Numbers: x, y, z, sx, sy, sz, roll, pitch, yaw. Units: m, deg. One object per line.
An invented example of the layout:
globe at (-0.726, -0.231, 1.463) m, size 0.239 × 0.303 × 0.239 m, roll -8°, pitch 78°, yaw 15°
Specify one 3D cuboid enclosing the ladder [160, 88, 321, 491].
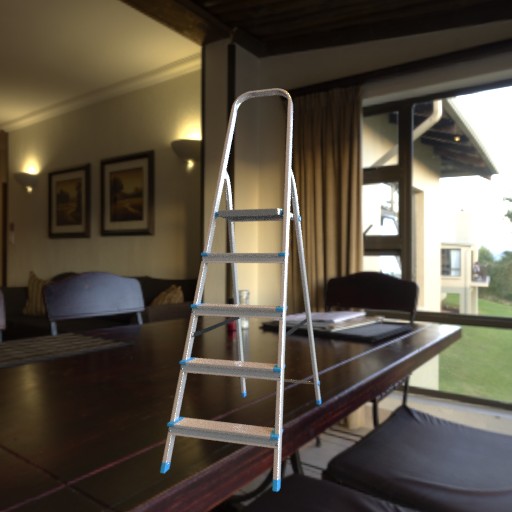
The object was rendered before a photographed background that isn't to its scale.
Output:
ladder at (0.000, 0.000, 2.089) m, size 0.468 × 1.648 × 0.990 m, roll 0°, pitch 0°, yaw 17°
